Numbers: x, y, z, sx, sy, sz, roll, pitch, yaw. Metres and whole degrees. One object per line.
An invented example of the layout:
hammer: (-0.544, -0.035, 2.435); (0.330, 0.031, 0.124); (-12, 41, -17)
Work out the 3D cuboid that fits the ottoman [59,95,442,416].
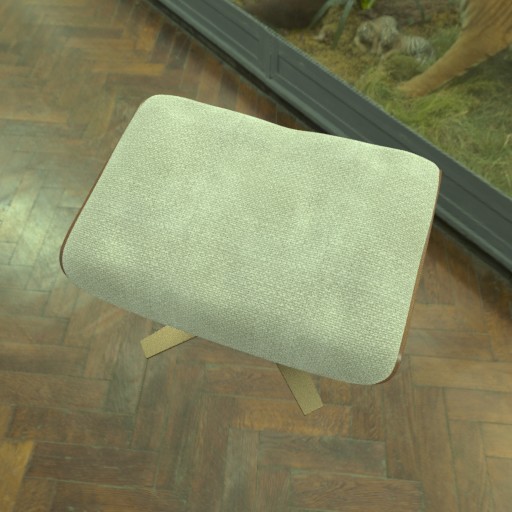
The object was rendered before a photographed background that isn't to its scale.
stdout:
ottoman: (0.000, 0.000, 0.813); (0.520, 0.391, 0.394); (17, 60, 10)
